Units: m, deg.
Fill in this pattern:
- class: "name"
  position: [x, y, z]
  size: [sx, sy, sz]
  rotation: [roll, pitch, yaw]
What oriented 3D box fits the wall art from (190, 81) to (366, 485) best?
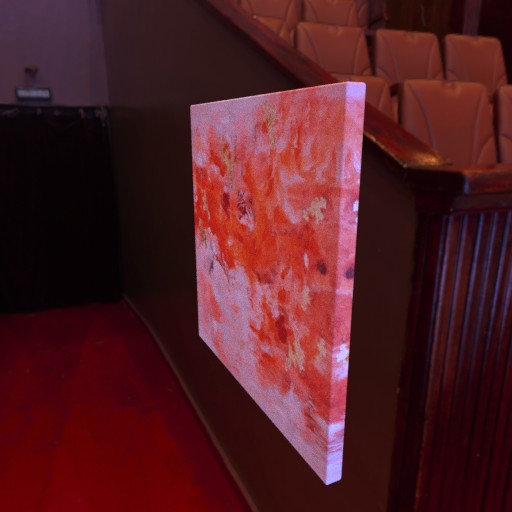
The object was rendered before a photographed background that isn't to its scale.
- class: "wall art"
  position: [0.000, 0.000, 1.107]
  size: [0.064, 0.746, 0.747]
  rotation: [-8, 18, -25]
